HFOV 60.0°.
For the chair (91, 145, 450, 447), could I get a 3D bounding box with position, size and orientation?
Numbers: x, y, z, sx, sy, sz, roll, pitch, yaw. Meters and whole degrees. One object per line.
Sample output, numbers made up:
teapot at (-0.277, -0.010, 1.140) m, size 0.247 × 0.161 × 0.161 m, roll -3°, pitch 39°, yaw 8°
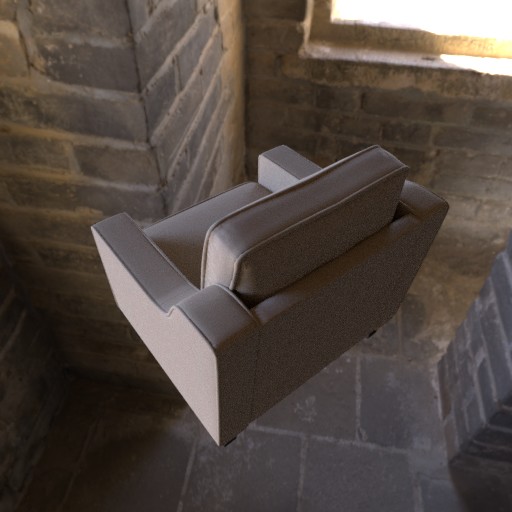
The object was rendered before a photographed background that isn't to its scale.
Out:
chair at (0.000, 0.000, 1.681) m, size 0.922 × 0.948 × 0.882 m, roll -29°, pitch 51°, yaw -26°
